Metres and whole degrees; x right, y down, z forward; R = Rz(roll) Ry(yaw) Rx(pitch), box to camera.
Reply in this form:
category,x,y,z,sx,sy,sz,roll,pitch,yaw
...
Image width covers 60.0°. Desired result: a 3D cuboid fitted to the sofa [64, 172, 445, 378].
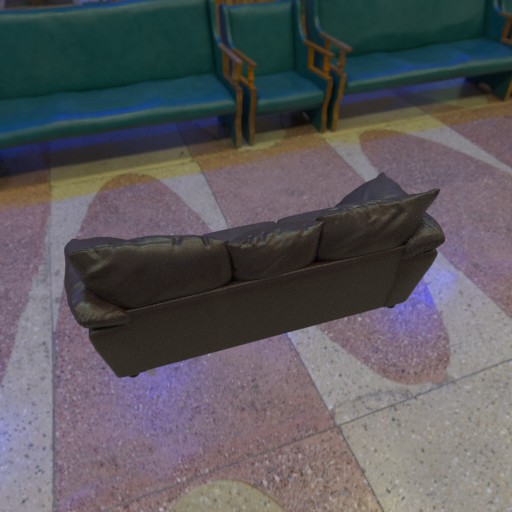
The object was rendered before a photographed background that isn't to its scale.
category,x,y,z,sx,sy,sz,roll,pitch,yaw
sofa,0.000,0.000,2.990,2.390,1.091,0.907,-12,44,-13
